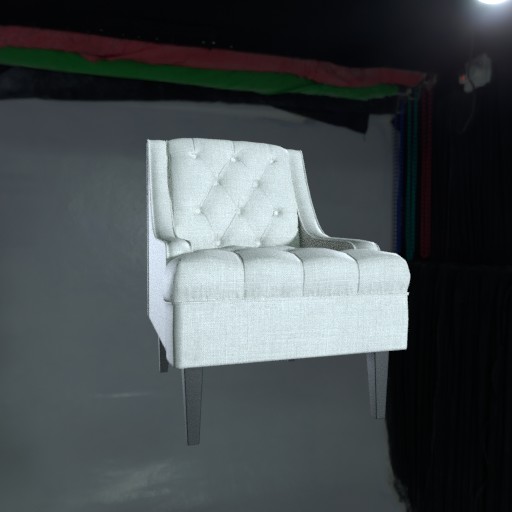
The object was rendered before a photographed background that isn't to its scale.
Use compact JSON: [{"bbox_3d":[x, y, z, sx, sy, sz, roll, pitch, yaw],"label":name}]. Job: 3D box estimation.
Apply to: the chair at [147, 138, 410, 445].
[{"bbox_3d":[0.000,0.000,1.436,0.658,0.891,0.772,0,1,-18],"label":"chair"}]
